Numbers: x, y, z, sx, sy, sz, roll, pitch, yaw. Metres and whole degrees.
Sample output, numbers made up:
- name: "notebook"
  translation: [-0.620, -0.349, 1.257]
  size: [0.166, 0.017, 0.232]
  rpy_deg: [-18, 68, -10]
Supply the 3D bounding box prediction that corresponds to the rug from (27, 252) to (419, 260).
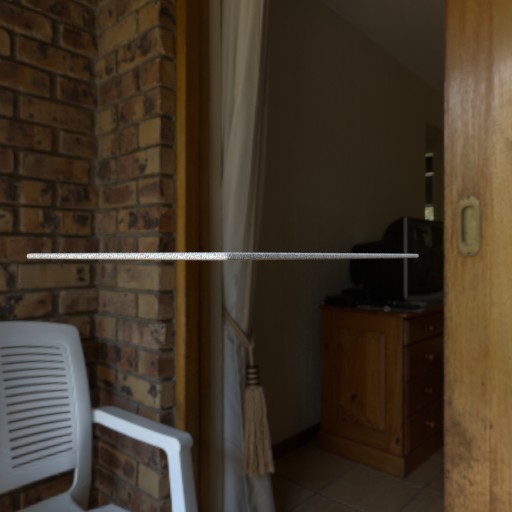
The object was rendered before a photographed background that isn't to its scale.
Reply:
- name: "rug"
  translation: [0.000, 0.000, 3.099]
  size: [1.524, 0.030, 2.438]
  rpy_deg: [0, 0, 36]
